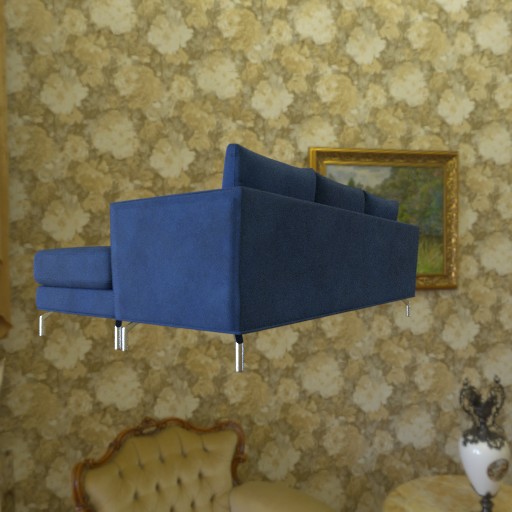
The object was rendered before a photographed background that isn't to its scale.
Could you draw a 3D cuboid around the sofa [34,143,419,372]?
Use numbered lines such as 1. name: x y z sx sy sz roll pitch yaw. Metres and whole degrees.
1. sofa: 0.000 0.000 3.174 1.622 0.987 2.438 -1 -1 36
